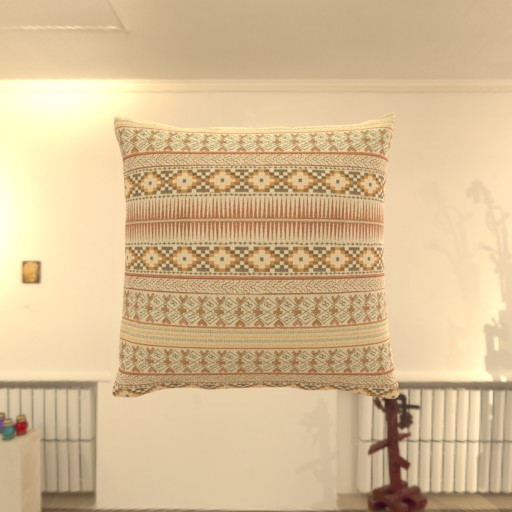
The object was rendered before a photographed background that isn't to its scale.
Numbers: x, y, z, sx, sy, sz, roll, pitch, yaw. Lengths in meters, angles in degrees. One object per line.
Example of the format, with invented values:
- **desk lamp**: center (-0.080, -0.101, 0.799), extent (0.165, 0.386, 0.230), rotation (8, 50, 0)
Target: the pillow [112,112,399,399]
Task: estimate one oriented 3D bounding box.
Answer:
- **pillow**: center (0.000, 0.000, 0.806), extent (0.521, 0.519, 0.215), rotation (0, 0, 0)
